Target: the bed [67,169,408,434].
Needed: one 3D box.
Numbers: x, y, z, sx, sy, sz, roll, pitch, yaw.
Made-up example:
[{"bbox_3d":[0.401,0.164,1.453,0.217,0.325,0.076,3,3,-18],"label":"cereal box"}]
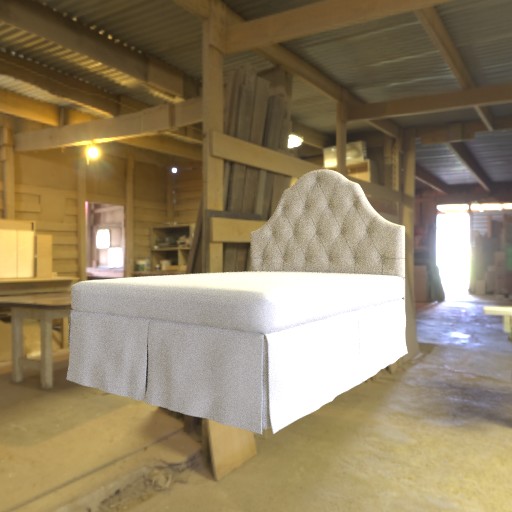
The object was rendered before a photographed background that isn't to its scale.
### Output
[{"bbox_3d":[0.000,0.000,3.227,1.627,1.575,2.092,0,0,35],"label":"bed"}]
